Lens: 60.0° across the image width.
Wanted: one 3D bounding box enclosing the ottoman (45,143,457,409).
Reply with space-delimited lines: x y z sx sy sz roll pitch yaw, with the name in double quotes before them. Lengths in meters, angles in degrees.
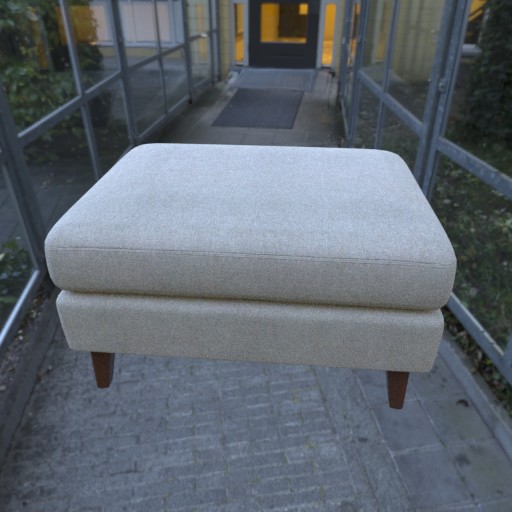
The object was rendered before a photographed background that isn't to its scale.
"ottoman" 0.000 0.000 1.190 0.823 0.478 0.610 3 32 4
